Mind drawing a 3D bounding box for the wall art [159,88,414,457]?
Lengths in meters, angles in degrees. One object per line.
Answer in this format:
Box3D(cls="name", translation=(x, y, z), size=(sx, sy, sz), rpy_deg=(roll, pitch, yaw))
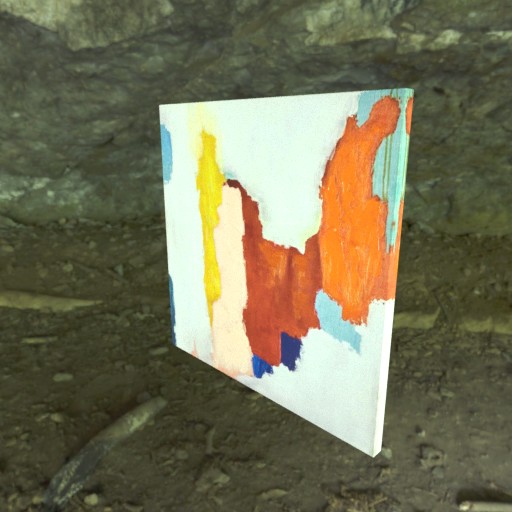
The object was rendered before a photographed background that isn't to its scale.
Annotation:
Box3D(cls="wall art", translation=(0.000, 0.000, 1.519), size=(1.017, 1.017, 0.044), rpy_deg=(15, 22, 43))
